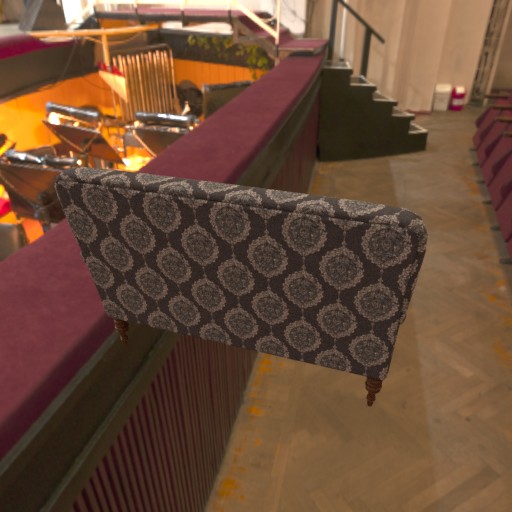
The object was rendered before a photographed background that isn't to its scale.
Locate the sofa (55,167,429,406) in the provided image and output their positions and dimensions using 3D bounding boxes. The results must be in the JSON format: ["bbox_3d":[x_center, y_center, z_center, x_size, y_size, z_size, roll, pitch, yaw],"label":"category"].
[{"bbox_3d":[0.000,0.000,1.823,1.297,0.867,0.779,10,32,16],"label":"sofa"}]
